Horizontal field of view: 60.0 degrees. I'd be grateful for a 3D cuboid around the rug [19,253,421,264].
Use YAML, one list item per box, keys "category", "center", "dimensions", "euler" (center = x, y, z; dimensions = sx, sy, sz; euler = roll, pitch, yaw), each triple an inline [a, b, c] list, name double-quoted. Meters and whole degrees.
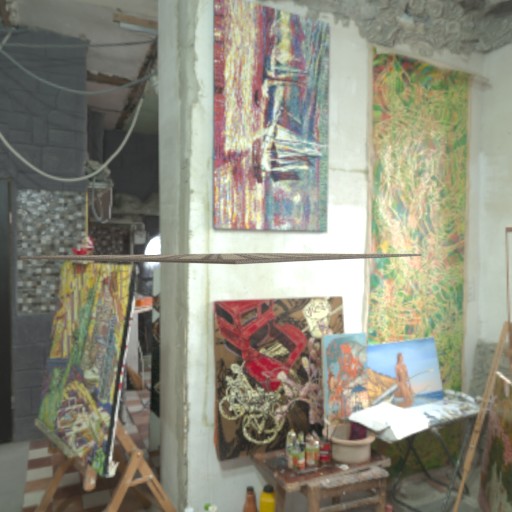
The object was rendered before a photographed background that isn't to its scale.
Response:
- category: "rug"
  center: [0.000, 0.000, 2.087]
  dimensions: [1.066, 0.011, 1.677]
  euler: [1, 1, 35]
